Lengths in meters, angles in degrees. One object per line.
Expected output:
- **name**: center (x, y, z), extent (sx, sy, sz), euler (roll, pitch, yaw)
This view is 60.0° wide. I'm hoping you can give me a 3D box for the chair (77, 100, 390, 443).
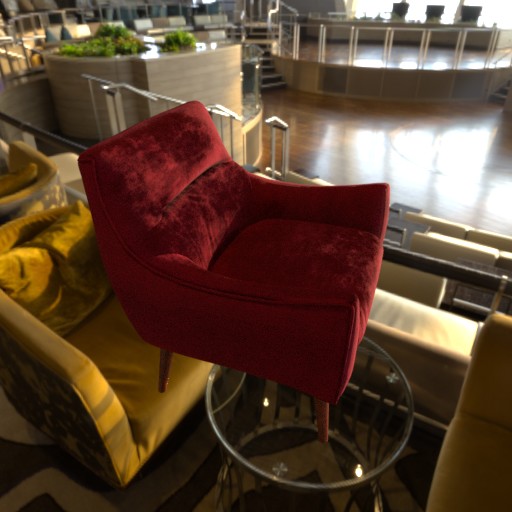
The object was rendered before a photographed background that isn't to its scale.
- **chair**: center (0.000, 0.000, 1.462), extent (0.787, 0.838, 0.762), euler (11, 33, 17)
